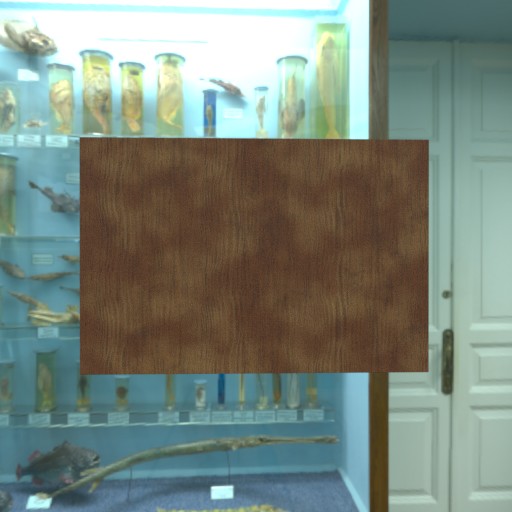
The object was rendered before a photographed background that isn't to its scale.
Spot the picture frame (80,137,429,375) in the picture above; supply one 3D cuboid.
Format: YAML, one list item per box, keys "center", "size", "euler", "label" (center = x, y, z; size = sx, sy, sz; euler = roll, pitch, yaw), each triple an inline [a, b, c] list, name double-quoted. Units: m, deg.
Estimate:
- center: [0.000, 0.000, 1.221]
  size: [0.950, 0.640, 0.029]
  euler: [0, 0, -2]
  label: "picture frame"
